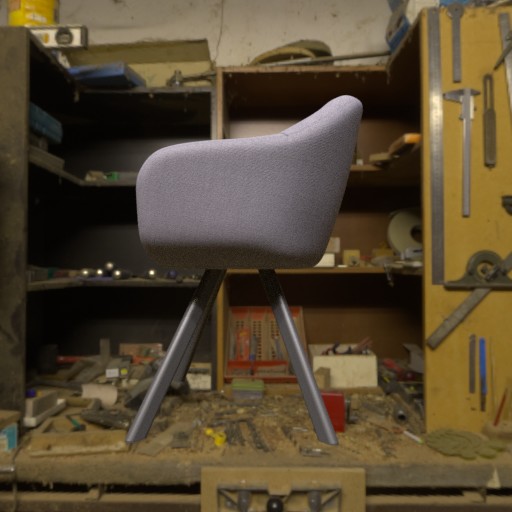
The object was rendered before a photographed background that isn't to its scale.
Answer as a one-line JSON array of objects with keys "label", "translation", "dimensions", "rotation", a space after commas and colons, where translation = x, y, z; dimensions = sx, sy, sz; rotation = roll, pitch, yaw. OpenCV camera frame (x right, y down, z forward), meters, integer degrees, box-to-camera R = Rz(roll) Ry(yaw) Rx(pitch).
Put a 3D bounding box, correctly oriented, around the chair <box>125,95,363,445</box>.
[{"label": "chair", "translation": [0.000, 0.000, 1.181], "dimensions": [0.550, 0.795, 0.590], "rotation": [0, 0, 2]}]
